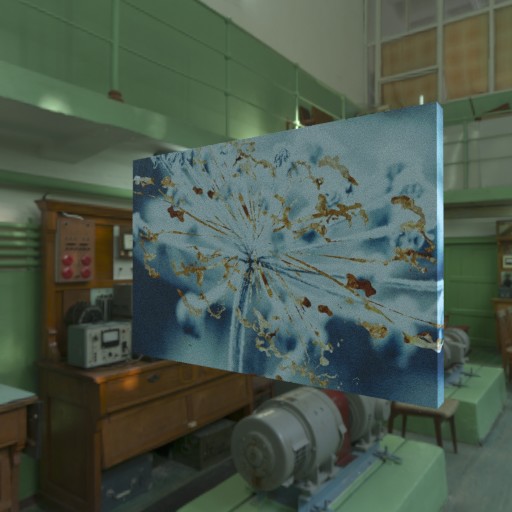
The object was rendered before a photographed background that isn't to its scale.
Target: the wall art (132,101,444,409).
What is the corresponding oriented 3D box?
[{"bbox_3d":[0.000,0.000,0.772,0.607,0.405,0.036,0,-1,35],"label":"wall art"}]
